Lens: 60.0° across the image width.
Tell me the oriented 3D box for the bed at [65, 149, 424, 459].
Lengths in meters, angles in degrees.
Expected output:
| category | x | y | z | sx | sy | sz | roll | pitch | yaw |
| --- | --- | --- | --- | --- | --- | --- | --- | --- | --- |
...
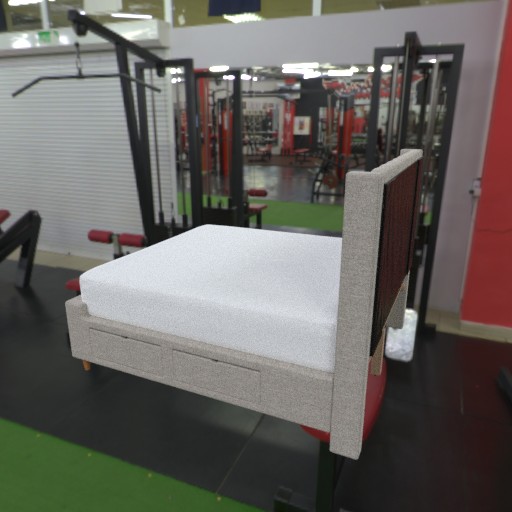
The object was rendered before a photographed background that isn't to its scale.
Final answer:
| category | x | y | z | sx | sy | sz | roll | pitch | yaw |
| --- | --- | --- | --- | --- | --- | --- | --- | --- | --- |
| bed | 0.000 | 0.000 | 3.803 | 2.372 | 1.748 | 2.044 | 8 | 19 | 24 |
